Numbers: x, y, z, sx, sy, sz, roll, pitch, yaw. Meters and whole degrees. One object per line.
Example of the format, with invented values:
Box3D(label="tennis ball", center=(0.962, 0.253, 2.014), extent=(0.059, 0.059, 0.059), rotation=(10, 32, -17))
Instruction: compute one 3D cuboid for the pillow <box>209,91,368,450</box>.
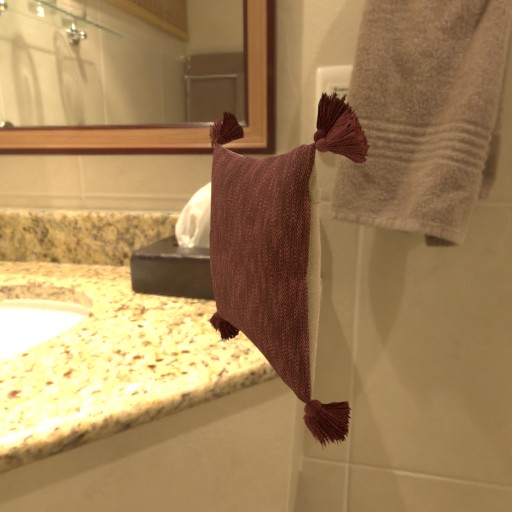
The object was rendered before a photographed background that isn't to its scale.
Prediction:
Box3D(label="pillow", center=(0.000, 0.000, 0.994), extent=(0.138, 0.659, 0.641), rotation=(-7, 16, -24))
